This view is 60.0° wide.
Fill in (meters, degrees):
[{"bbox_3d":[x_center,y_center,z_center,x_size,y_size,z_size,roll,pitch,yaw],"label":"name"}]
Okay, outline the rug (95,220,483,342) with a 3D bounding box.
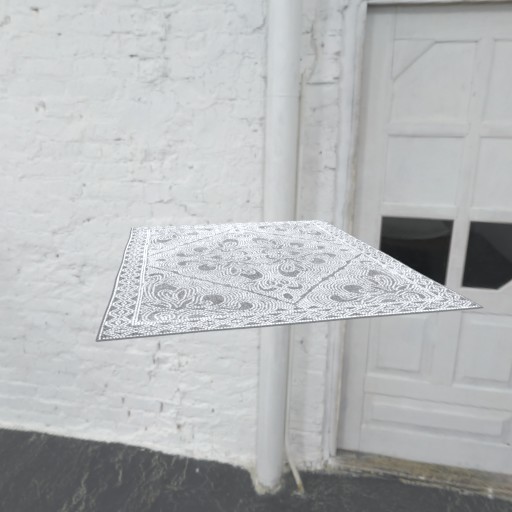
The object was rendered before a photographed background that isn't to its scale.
[{"bbox_3d":[0.000,0.000,4.085,2.438,0.012,3.048,-3,16,-11],"label":"rug"}]
